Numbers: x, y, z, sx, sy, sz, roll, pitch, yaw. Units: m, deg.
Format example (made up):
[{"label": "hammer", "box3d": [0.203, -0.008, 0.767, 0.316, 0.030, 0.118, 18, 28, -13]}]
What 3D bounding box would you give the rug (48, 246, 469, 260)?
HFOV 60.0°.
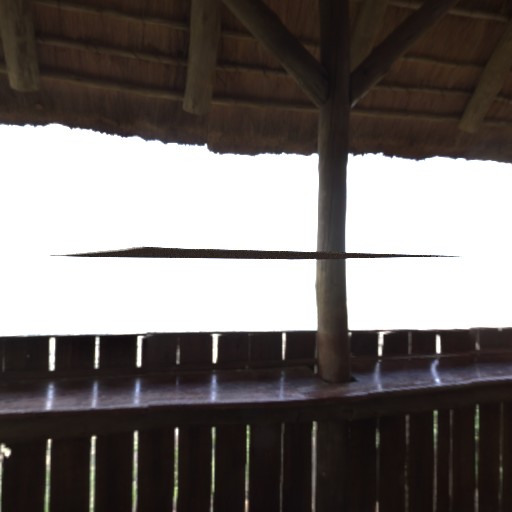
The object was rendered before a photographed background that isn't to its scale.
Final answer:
[{"label": "rug", "box3d": [0.000, 0.000, 4.244, 3.228, 0.024, 2.443, 1, -2, -36]}]
